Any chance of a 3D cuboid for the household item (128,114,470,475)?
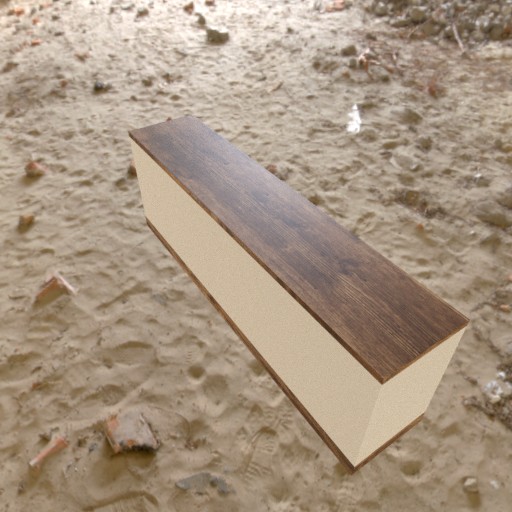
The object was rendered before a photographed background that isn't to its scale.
[{"bbox_3d":[0.000,0.000,2.041,0.390,0.615,1.800,-24,47,-25],"label":"household item"}]
